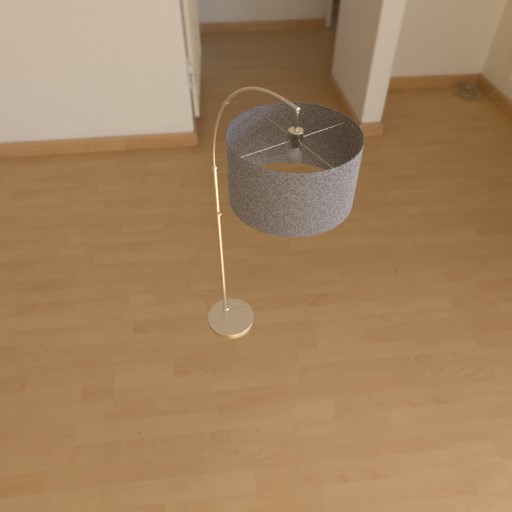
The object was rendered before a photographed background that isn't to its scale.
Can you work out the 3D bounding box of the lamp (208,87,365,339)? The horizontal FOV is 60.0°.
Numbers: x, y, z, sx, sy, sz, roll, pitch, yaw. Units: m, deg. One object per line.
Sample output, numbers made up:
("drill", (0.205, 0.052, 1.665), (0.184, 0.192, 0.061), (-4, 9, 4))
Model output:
("lamp", (0.000, 0.000, 2.146), (0.452, 1.735, 0.934), (-24, 50, -22))
